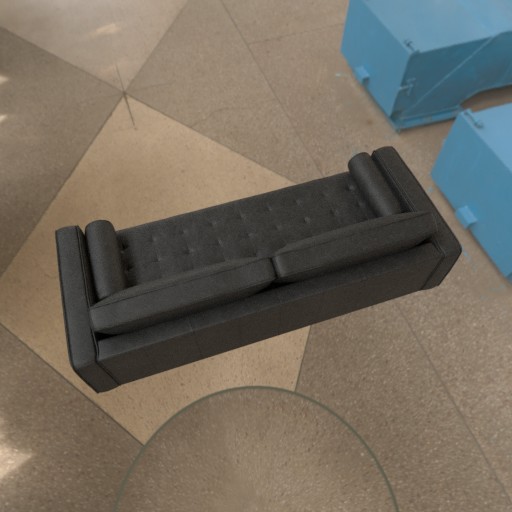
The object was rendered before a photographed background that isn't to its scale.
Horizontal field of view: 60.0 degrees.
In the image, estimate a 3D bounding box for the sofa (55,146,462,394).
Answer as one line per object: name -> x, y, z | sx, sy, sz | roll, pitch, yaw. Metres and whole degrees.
sofa -> 0.000, 0.000, 2.685 | 2.210, 0.762, 0.914 | -16, 59, -10
